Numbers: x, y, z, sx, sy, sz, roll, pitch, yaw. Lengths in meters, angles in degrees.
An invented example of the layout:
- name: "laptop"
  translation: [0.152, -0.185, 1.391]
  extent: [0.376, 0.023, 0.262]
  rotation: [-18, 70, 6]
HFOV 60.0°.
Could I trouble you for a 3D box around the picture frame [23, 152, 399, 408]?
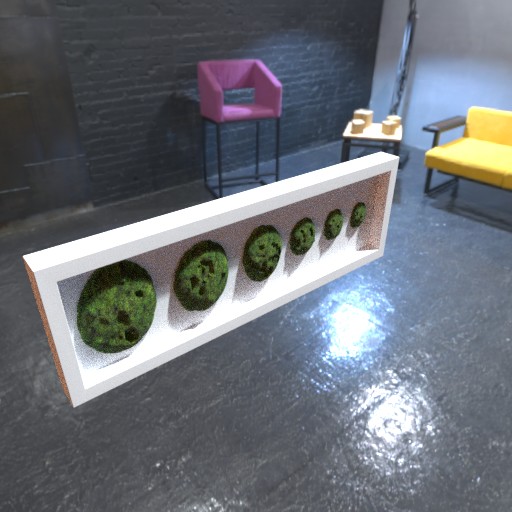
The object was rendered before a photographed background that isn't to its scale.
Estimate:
- name: "picture frame"
  translation: [0.000, 0.000, 0.844]
  extent: [0.759, 0.250, 0.050]
  rotation: [-22, 36, -32]
